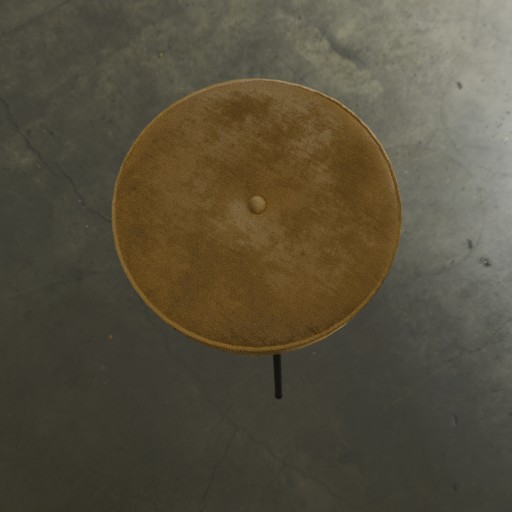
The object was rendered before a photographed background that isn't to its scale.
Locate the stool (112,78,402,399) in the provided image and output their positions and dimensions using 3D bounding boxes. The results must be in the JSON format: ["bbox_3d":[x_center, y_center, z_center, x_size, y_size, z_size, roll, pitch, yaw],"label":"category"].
[{"bbox_3d":[0.000,0.000,0.918,0.472,0.595,0.438,37,78,9],"label":"stool"}]
